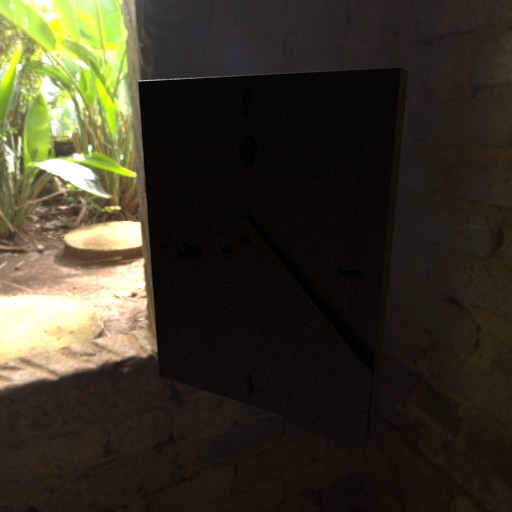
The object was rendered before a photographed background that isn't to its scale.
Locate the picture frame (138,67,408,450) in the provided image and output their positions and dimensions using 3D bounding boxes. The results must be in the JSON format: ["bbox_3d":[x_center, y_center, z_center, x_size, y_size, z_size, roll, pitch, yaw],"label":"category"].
[{"bbox_3d":[0.000,0.000,0.275,0.157,0.208,0.028,9,19,26],"label":"picture frame"}]
